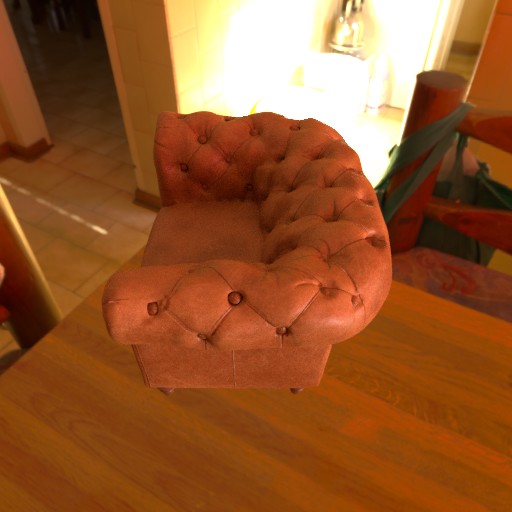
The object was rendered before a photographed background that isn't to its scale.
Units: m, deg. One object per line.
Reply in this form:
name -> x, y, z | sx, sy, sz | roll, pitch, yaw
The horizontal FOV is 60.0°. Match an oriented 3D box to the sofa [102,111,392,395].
sofa -> 0.000, 0.000, 2.071 | 1.033, 0.878, 1.405 | -1, 43, -1
